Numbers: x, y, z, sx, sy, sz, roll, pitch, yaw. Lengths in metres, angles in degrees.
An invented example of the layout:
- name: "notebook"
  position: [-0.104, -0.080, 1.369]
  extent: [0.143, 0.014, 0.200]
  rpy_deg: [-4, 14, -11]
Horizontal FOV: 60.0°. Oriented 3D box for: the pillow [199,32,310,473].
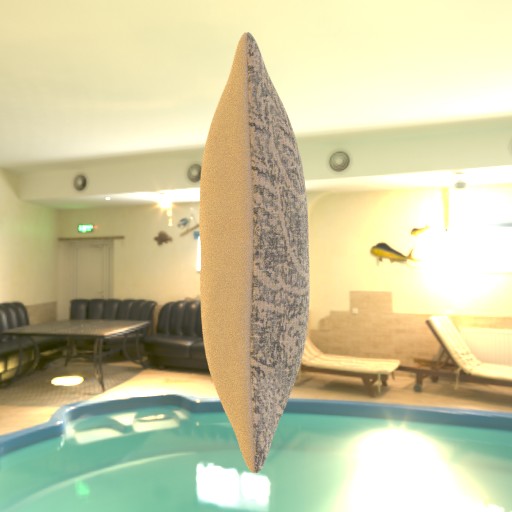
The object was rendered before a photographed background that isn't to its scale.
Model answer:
- name: "pillow"
  position: [0.000, 0.000, 0.759]
  extent: [0.166, 0.510, 0.523]
  rpy_deg: [0, -2, 1]
